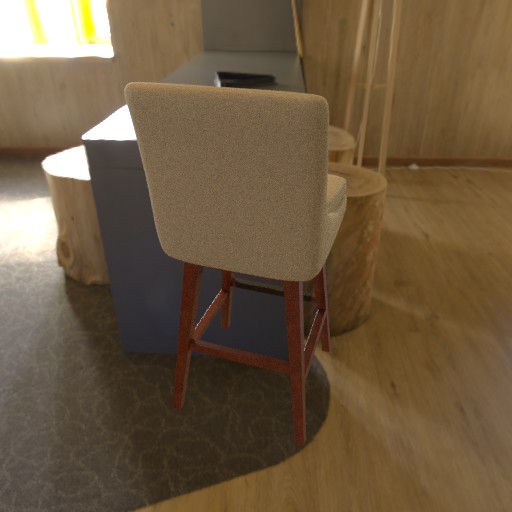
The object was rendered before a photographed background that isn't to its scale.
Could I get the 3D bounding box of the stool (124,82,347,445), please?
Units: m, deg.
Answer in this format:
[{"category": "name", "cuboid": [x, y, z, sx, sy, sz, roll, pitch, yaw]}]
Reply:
[{"category": "stool", "cuboid": [0.000, 0.000, 1.381, 0.470, 1.092, 0.559, 10, 33, 16]}]
